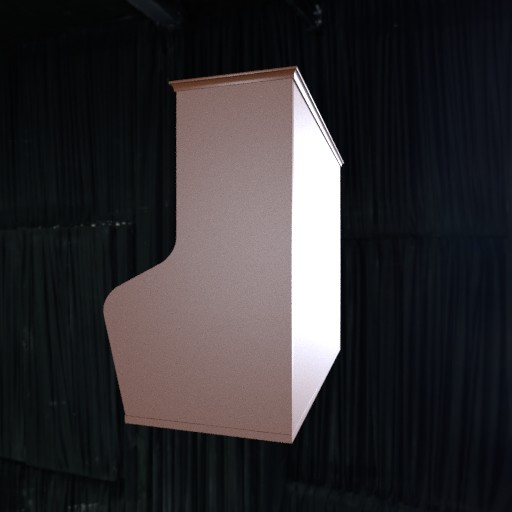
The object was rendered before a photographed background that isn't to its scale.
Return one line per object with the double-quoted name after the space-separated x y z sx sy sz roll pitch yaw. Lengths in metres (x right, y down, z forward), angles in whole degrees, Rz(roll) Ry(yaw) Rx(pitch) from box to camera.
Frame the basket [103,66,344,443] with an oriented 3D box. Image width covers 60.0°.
0.000 0.000 1.160 0.376 0.625 0.792 0 0 17 "basket"
